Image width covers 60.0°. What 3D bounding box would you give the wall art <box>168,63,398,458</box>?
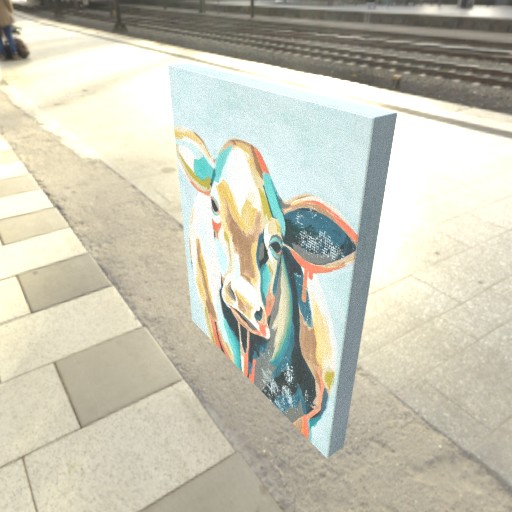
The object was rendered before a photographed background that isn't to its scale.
[{"bbox_3d":[0.000,0.000,0.690,0.037,0.509,0.409,-21,37,-31],"label":"wall art"}]
